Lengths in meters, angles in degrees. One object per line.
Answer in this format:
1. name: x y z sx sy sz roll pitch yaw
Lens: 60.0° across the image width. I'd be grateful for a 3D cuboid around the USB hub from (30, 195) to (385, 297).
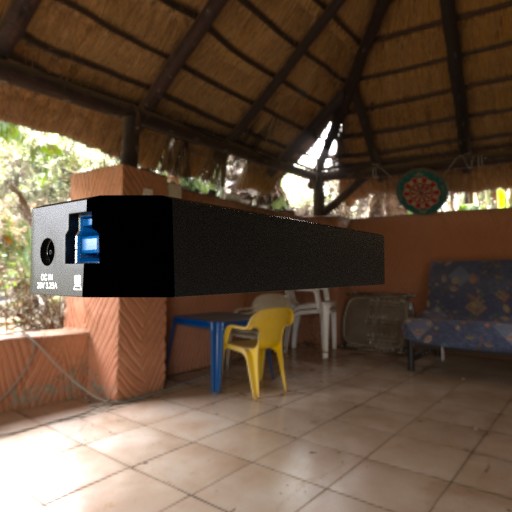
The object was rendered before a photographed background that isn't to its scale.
1. USB hub: 0.000 0.000 0.161 0.044 0.023 0.145 -2 -3 37
